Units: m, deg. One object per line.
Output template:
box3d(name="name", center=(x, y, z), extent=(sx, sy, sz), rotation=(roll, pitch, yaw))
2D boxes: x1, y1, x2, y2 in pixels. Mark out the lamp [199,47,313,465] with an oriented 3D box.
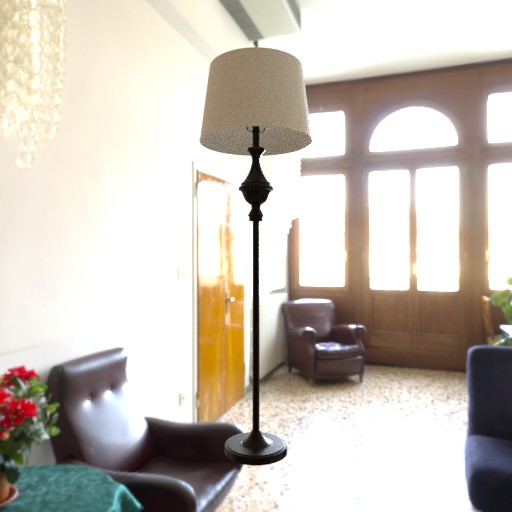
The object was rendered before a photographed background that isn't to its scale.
box3d(name="lamp", center=(0.000, 0.000, 1.692), extent=(0.431, 1.484, 0.431), rotation=(0, 0, 0))
